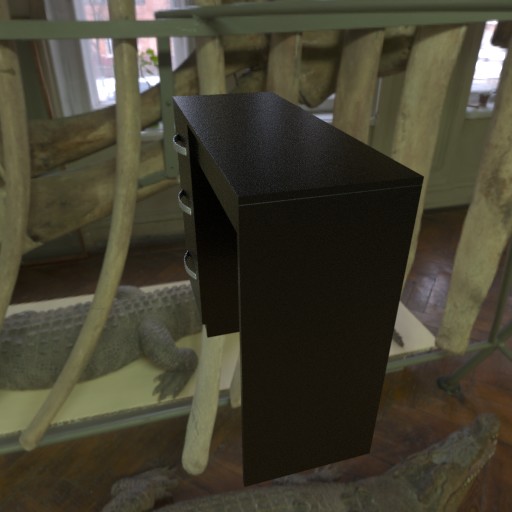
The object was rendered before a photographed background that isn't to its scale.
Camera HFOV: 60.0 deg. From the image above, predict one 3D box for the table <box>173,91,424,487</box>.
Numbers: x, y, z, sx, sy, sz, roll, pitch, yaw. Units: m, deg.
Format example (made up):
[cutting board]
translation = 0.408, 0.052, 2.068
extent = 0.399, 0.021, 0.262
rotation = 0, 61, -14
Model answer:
[table]
translation = 0.000, 0.000, 1.356
extent = 0.380, 0.790, 0.930
rotation = -8, 31, -14
